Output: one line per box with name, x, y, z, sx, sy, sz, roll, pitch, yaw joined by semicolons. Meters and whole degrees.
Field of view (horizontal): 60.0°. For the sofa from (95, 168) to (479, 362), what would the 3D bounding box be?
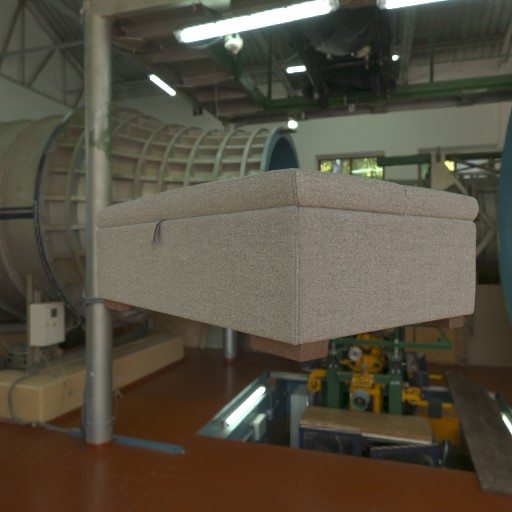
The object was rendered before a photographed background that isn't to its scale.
sofa;0.000;0.000;1.621;0.817;0.434;1.250;0;1;-38
